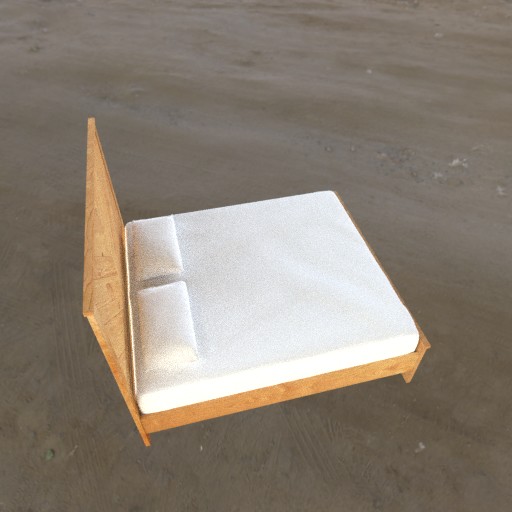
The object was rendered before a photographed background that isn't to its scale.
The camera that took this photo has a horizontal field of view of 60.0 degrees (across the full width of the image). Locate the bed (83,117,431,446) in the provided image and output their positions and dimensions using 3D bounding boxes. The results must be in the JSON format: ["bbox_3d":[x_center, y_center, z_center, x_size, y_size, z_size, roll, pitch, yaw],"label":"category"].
[{"bbox_3d":[0.000,0.000,4.109,2.530,1.938,2.225,-10,47,-10],"label":"bed"}]
